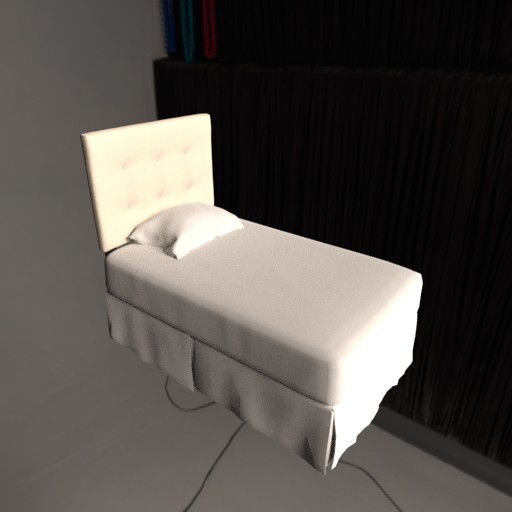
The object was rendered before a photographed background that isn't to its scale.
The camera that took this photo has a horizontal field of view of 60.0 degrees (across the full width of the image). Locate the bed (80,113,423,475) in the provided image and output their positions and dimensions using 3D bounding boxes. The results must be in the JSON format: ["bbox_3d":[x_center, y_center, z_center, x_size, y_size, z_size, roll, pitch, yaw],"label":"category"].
[{"bbox_3d":[0.000,0.000,3.003,1.997,1.571,1.261,19,32,34],"label":"bed"}]
